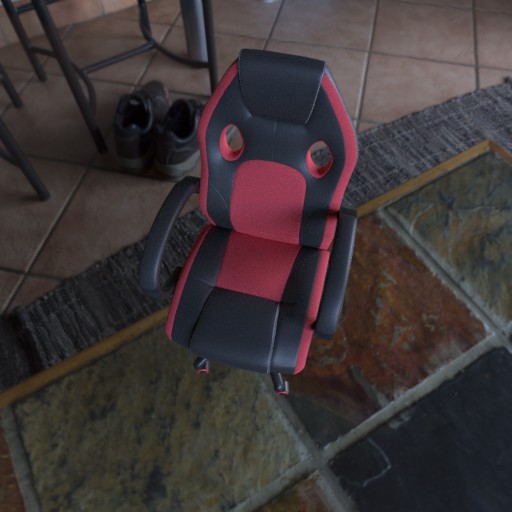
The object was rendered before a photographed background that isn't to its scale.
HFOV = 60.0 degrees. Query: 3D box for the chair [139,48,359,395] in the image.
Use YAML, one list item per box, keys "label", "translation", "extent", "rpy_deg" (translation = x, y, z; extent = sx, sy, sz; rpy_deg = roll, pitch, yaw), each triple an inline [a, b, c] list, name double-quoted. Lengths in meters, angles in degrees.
- label: "chair"
  translation: [0.000, 0.000, 1.610]
  extent: [0.673, 1.187, 0.724]
  rpy_deg: [13, 58, 8]
